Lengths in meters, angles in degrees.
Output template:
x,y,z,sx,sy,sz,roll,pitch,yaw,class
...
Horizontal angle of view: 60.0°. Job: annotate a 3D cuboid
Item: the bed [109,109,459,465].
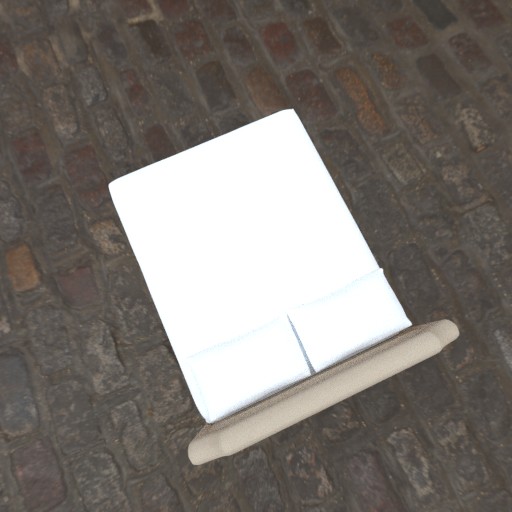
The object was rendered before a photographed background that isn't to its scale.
x,y,z,sx,sy,sz,roll,pitch,yaw,class
0.000,0.000,3.321,1.828,1.301,2.204,-24,77,-6,bed
